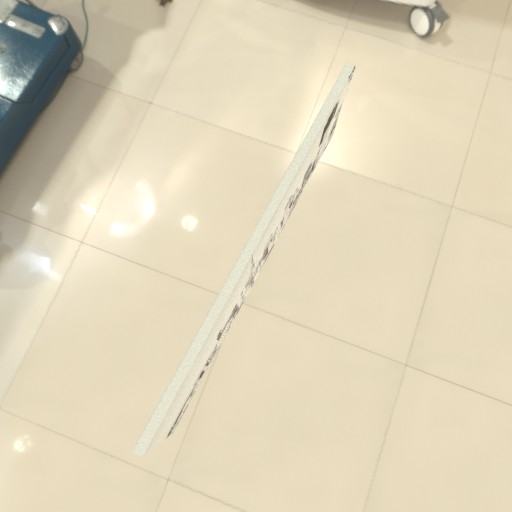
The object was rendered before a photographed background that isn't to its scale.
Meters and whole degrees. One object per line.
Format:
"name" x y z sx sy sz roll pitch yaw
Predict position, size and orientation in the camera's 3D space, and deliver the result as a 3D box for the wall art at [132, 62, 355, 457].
"wall art" 0.000 0.000 1.730 0.039 0.507 1.520 27 77 7
